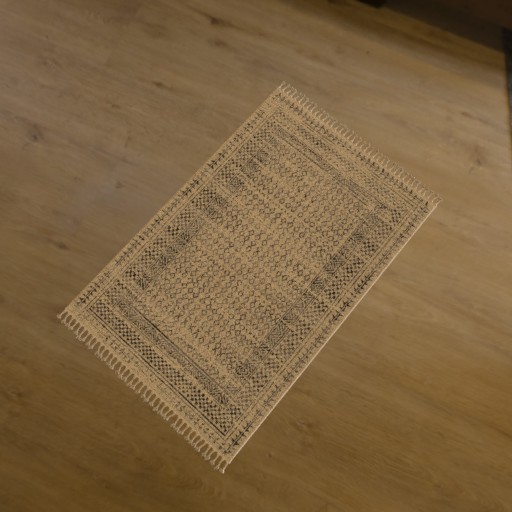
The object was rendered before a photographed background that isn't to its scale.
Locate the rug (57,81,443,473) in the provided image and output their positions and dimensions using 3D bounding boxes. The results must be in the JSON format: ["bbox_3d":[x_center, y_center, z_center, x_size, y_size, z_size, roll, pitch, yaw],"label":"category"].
[{"bbox_3d":[0.000,0.000,3.169,1.548,0.013,2.486,40,79,9],"label":"rug"}]
